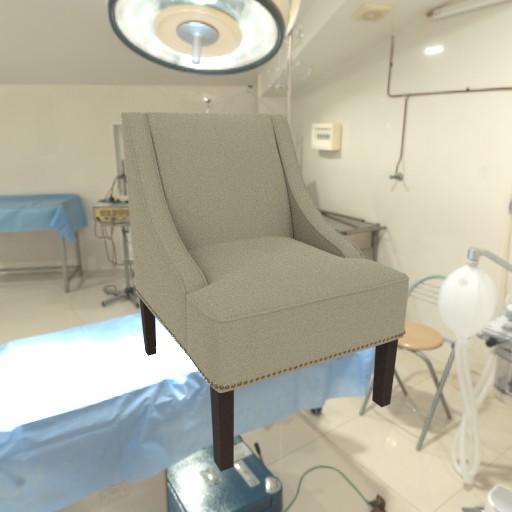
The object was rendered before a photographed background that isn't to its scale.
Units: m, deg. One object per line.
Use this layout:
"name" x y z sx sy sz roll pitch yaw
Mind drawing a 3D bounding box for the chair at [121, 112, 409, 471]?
"chair" 0.000 0.000 1.383 0.610 0.864 0.737 -9 19 -28
